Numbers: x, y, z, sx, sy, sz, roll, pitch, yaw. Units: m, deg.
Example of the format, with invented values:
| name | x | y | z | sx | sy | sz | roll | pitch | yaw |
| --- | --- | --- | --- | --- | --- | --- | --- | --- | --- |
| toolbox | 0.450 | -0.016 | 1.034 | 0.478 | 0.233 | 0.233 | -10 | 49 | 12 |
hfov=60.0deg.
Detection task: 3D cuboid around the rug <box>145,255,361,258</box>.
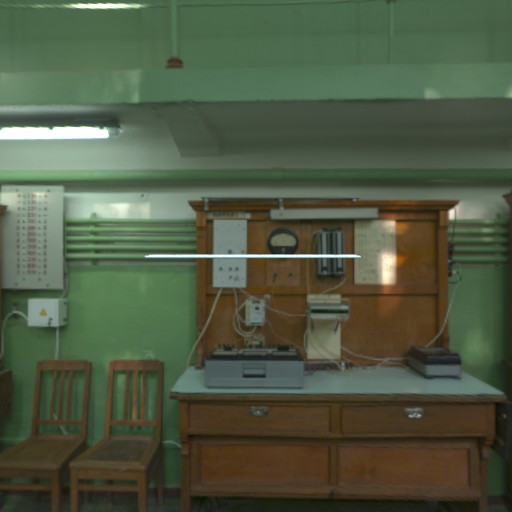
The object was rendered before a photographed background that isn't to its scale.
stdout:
| name | x | y | z | sx | sy | sz | roll | pitch | yaw |
| --- | --- | --- | --- | --- | --- | --- | --- | --- | --- |
| rug | 0.000 | 0.000 | 2.447 | 0.662 | 0.011 | 2.196 | 0 | 0 | 1 |
